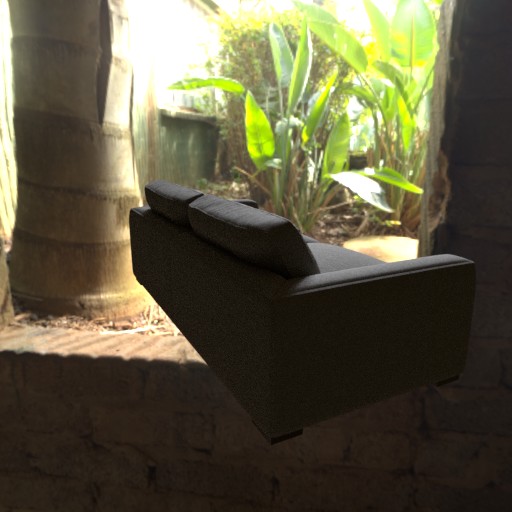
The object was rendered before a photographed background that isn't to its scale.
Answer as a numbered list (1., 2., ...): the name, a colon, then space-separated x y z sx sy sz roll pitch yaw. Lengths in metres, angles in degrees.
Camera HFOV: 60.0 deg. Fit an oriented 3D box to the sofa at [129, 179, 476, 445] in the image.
1. sofa: 0.000 0.000 2.682 1.070 0.801 2.262 -8 17 -26
